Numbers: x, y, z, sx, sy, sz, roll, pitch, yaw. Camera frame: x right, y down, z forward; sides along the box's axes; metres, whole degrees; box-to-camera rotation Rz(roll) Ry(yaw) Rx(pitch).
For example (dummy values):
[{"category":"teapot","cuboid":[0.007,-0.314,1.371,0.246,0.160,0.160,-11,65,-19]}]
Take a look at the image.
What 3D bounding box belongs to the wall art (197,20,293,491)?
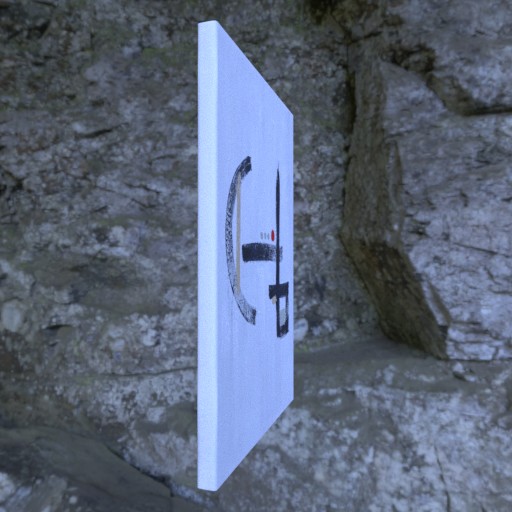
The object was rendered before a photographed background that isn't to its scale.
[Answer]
[{"category":"wall art","cuboid":[0.000,0.000,1.149,0.048,0.916,0.602,0,-1,19]}]
